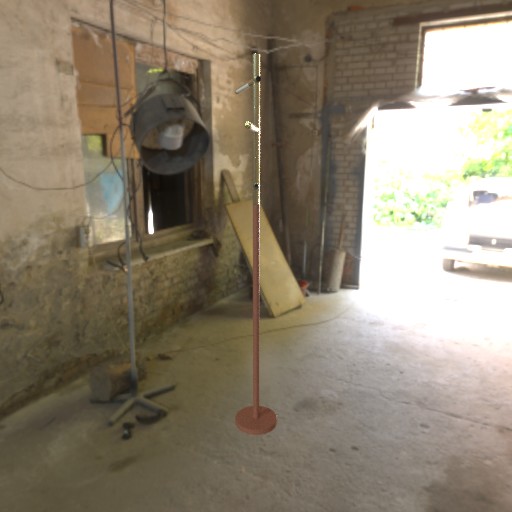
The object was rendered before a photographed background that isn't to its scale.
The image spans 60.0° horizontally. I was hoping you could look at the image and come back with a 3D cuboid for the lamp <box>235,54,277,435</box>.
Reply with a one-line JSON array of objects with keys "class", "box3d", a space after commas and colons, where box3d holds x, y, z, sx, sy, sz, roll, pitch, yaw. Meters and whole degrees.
[{"class": "lamp", "box3d": [0.000, 0.000, 2.022, 0.209, 1.704, 0.737, -2, 13, -9]}]
